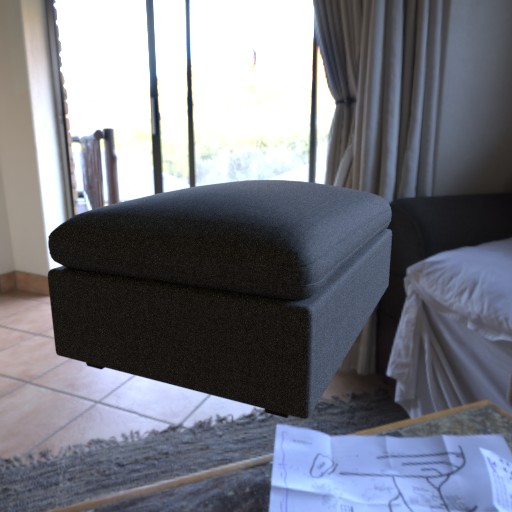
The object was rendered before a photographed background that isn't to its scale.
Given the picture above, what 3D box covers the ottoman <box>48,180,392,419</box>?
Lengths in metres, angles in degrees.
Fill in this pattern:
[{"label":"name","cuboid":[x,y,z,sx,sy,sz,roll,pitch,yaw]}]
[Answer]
[{"label":"ottoman","cuboid":[0.000,0.000,1.448,0.711,0.483,1.041,6,14,24]}]
